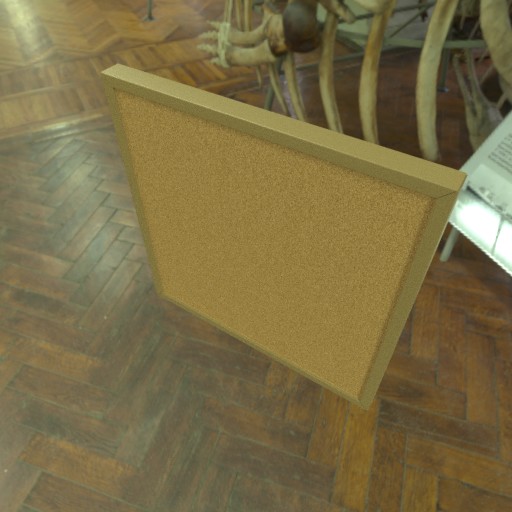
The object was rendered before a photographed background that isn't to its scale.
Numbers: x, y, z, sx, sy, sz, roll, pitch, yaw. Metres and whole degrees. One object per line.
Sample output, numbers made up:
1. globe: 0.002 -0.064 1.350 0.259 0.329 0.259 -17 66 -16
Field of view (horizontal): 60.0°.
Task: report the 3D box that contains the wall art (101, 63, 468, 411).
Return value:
1. wall art: 0.000 0.000 0.736 0.509 0.509 0.036 25 51 22
